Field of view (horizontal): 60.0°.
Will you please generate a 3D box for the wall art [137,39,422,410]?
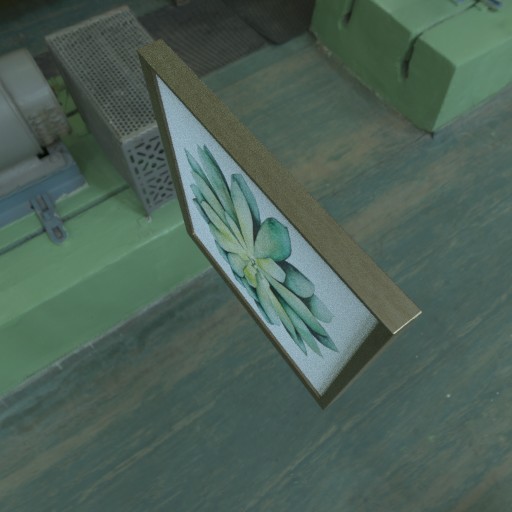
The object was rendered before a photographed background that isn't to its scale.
[{"bbox_3d":[0.000,0.000,0.750,0.040,0.506,0.503,-33,68,-16],"label":"wall art"}]
